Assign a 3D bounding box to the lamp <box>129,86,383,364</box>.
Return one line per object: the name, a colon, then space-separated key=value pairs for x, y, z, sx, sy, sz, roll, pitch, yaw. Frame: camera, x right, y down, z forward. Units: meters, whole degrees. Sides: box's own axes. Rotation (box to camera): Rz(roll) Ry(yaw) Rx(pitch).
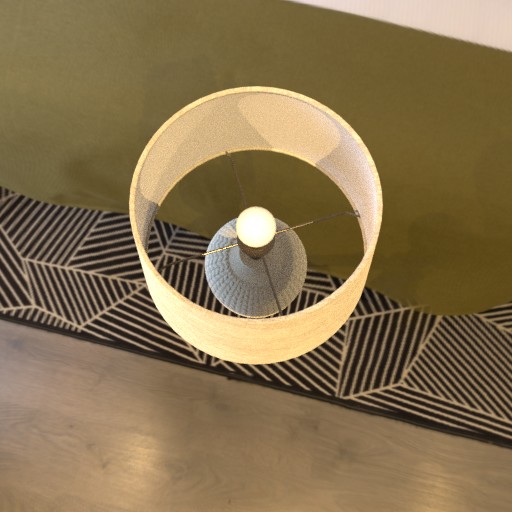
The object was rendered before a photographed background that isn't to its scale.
lamp: x=0.000 y=0.000 z=0.819 sx=0.390 sy=0.580 sz=0.390 roll=0 pitch=76 yaw=0
